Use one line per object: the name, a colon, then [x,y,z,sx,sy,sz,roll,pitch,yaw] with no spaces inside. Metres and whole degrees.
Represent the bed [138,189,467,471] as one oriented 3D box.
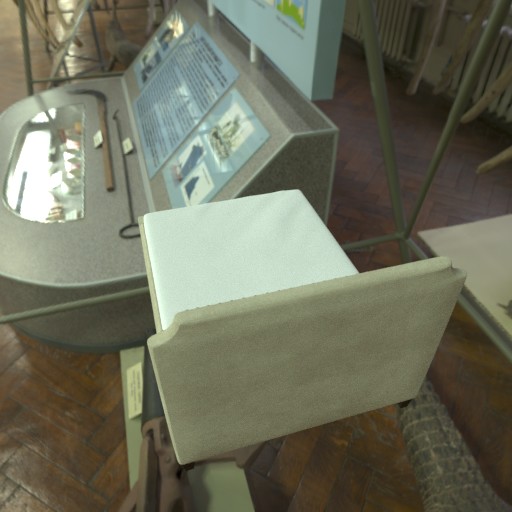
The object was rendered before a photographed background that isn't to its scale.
bed: [0.000,0.000,3.423,1.712,1.443,2.372,-11,41,-13]
